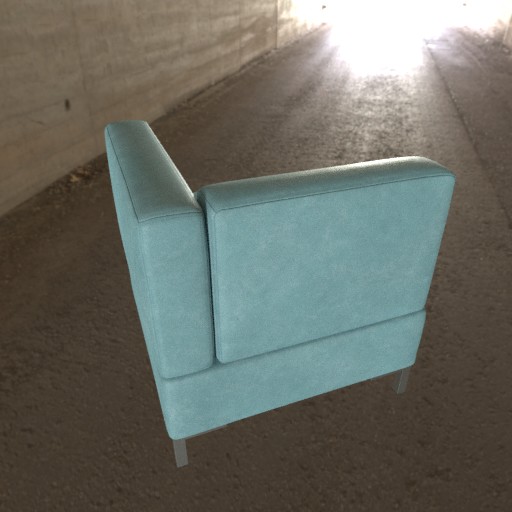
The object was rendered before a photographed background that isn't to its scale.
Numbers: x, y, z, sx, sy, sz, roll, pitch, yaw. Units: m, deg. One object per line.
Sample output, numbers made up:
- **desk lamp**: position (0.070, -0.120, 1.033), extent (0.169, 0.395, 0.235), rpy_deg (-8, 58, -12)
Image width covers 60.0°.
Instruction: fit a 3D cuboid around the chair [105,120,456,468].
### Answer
- **chair**: position (0.000, 0.000, 1.221), extent (0.680, 0.660, 0.680), rpy_deg (-11, 33, -18)
